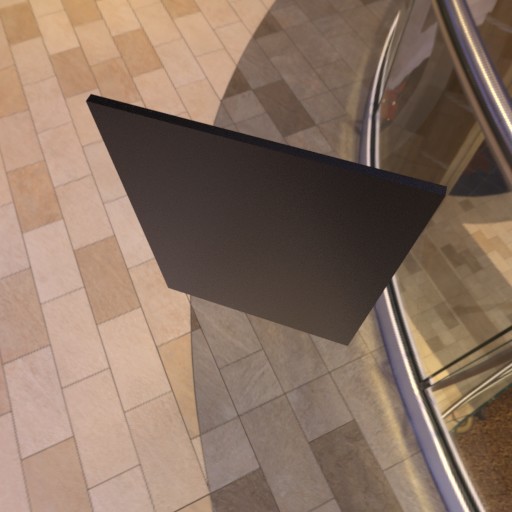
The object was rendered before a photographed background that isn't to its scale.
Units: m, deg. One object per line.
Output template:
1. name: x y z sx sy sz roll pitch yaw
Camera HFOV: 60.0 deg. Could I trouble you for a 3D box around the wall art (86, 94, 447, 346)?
1. wall art: 0.000 0.000 0.778 0.442 0.582 0.013 17 64 9
